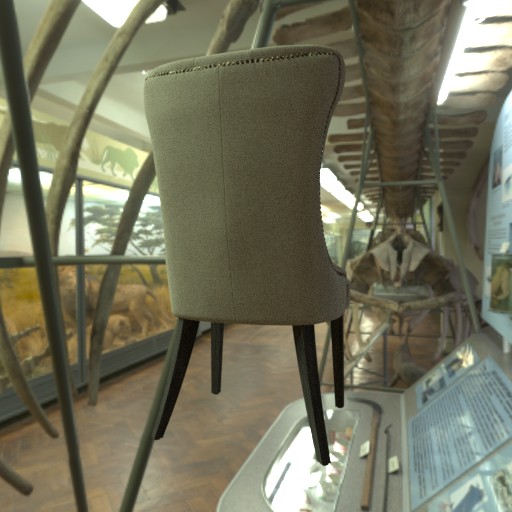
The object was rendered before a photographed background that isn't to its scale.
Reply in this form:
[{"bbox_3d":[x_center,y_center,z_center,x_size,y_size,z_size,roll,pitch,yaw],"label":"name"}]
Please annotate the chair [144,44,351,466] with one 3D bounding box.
[{"bbox_3d":[0.000,0.000,1.383,0.584,1.065,0.590,0,1,18],"label":"chair"}]
